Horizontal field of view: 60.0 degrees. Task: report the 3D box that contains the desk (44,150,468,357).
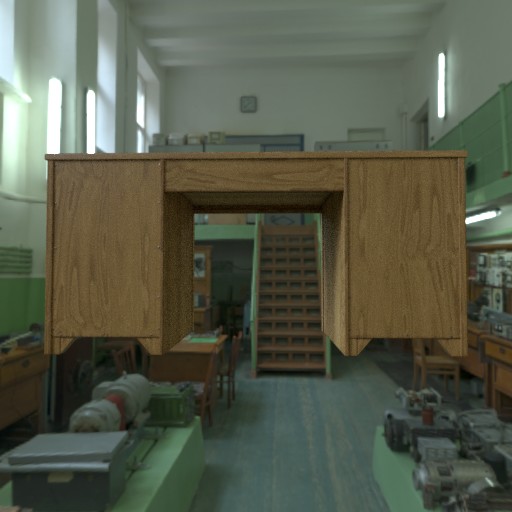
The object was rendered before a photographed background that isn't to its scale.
[{"bbox_3d":[0.000,0.000,1.971,1.567,0.751,0.685,0,-2,2],"label":"desk"}]
